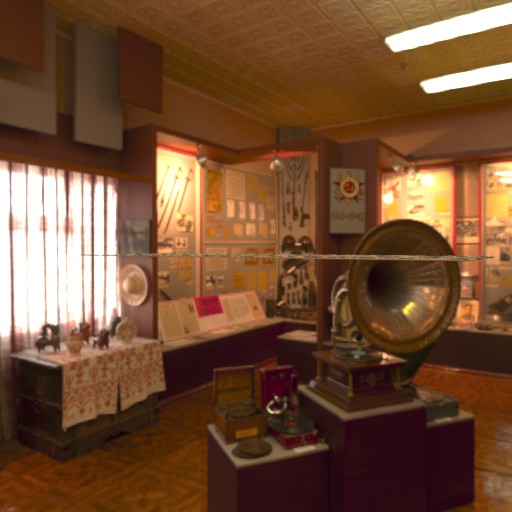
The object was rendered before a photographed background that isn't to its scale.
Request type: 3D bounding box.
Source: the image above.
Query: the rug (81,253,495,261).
[{"bbox_3d":[0.000,0.000,2.657,2.446,0.011,0.768,1,1,36],"label":"rug"}]
